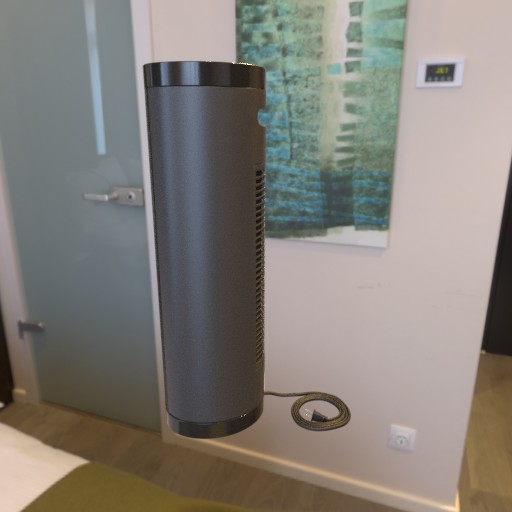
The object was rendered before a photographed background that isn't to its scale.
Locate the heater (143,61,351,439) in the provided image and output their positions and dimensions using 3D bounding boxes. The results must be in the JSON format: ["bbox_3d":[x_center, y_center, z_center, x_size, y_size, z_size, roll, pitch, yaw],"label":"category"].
[{"bbox_3d":[0.000,0.000,0.703,0.312,0.552,0.174,-3,17,-9],"label":"heater"}]
